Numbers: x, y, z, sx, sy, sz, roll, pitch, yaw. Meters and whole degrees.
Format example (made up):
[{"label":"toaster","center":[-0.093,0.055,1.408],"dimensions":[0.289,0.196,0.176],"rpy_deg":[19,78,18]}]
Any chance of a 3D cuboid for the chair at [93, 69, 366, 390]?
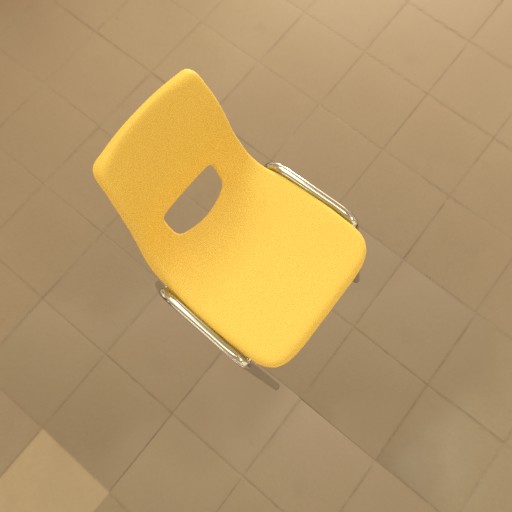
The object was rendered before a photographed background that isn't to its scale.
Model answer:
[{"label":"chair","center":[0.000,0.000,0.906],"dimensions":[0.436,0.653,0.381],"rpy_deg":[38,79,8]}]
